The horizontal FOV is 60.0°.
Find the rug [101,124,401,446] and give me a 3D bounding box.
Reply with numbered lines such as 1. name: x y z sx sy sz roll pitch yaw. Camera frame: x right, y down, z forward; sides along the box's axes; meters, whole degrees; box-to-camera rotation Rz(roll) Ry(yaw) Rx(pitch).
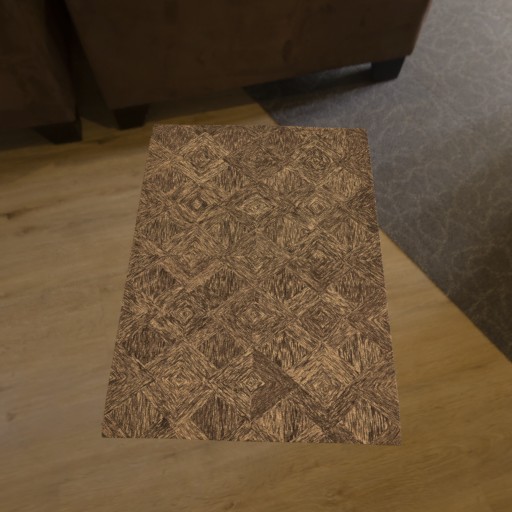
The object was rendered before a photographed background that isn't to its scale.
1. rug: 0.000 0.000 5.279 2.997 0.020 4.093 1 63 1
